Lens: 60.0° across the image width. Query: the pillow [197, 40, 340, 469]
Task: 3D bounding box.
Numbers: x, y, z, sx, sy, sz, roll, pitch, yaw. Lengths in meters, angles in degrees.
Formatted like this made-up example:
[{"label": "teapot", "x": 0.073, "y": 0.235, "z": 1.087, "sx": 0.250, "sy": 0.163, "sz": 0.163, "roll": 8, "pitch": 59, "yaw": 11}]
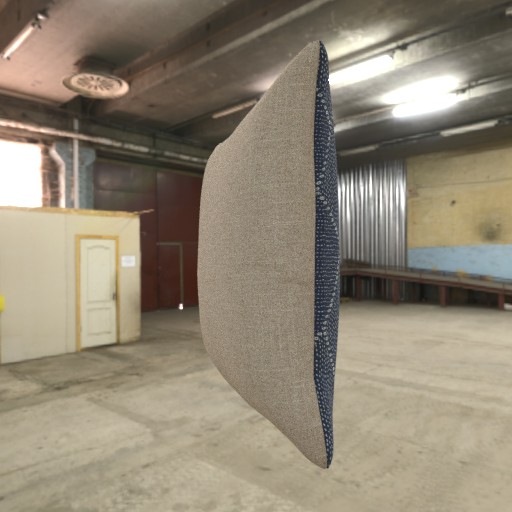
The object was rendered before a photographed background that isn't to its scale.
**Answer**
[{"label": "pillow", "x": 0.000, "y": 0.000, "z": 0.645, "sx": 0.148, "sy": 0.428, "sz": 0.435, "roll": 0, "pitch": -1, "yaw": -18}]
